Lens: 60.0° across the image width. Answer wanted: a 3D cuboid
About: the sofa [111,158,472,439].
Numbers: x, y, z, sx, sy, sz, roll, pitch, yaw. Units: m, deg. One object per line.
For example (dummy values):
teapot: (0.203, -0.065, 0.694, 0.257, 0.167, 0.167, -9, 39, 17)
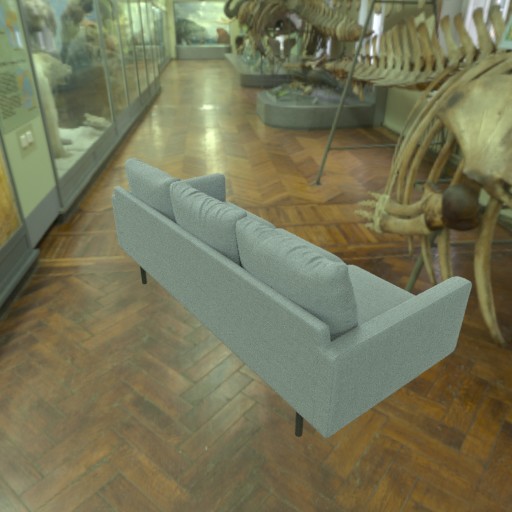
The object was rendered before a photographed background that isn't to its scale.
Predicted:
sofa: (0.000, 0.000, 2.433, 0.850, 0.830, 2.000, -19, 33, -32)
